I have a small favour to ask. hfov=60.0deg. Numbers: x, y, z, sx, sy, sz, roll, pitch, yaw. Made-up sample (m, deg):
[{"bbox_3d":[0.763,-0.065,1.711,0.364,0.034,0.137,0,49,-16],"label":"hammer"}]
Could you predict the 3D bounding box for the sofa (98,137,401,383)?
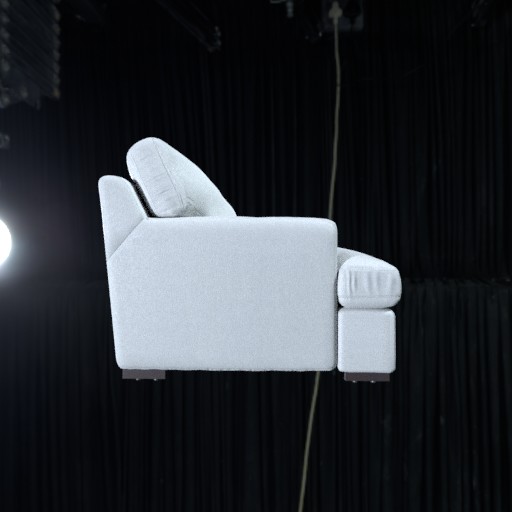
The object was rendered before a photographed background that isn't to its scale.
[{"bbox_3d":[0.000,0.000,2.543,1.143,0.940,1.880,0,0,2],"label":"sofa"}]
